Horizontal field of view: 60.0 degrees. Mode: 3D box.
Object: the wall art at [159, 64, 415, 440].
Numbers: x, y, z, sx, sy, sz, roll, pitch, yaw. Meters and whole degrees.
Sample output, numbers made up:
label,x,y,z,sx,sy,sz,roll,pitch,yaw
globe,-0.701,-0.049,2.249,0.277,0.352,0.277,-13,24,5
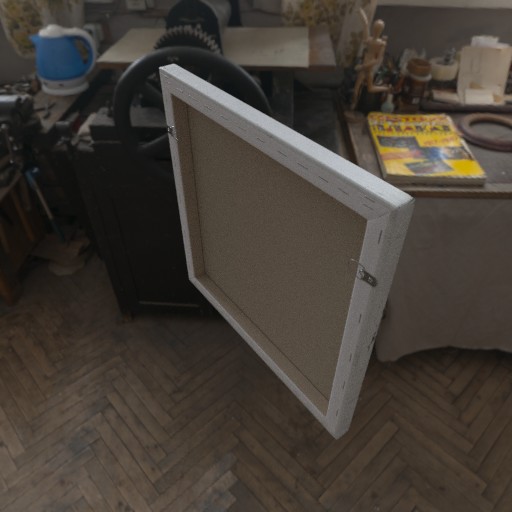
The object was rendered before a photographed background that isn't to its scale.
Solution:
label,x,y,z,sx,sy,sz,roll,pitch,yaw
wall art,0.000,0.000,0.928,0.040,0.611,0.610,-27,49,-27
